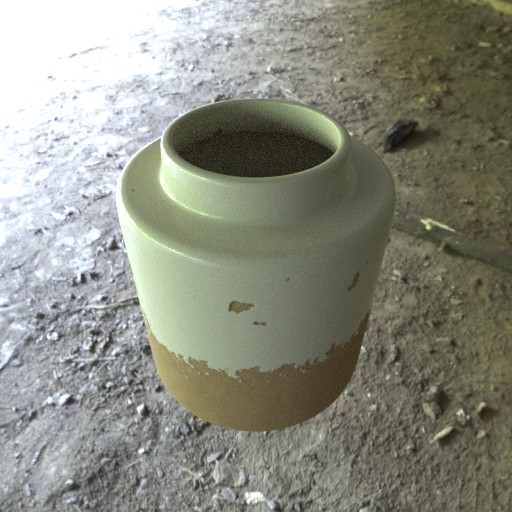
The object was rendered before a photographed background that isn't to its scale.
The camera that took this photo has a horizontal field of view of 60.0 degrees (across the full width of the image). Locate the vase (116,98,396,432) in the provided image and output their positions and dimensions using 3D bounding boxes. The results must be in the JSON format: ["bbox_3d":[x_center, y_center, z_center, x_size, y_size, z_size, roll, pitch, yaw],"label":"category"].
[{"bbox_3d":[0.000,0.000,0.283,0.153,0.167,0.153,0,41,0],"label":"vase"}]
